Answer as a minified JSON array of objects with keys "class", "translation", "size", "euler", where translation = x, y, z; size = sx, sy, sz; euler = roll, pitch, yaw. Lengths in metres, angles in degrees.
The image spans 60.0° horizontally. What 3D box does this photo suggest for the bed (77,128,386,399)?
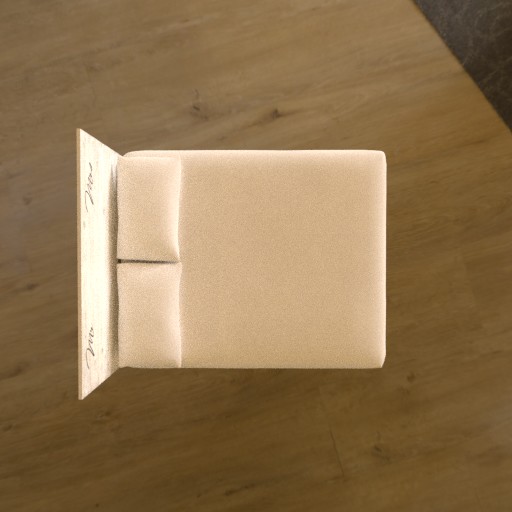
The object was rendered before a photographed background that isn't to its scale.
[{"class":"bed","translation":[0.000,0.000,3.273],"size":[2.094,1.335,1.745],"euler":[0,91,1]}]
